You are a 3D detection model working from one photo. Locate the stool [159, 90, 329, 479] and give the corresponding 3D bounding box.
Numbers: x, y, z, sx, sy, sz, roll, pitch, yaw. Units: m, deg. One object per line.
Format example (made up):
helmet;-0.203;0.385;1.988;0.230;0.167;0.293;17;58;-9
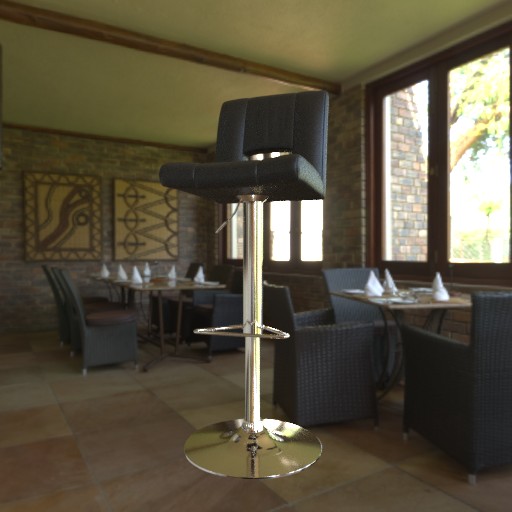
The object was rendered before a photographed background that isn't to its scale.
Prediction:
stool;0.000;0.000;1.375;0.415;1.151;0.520;0;0;17
